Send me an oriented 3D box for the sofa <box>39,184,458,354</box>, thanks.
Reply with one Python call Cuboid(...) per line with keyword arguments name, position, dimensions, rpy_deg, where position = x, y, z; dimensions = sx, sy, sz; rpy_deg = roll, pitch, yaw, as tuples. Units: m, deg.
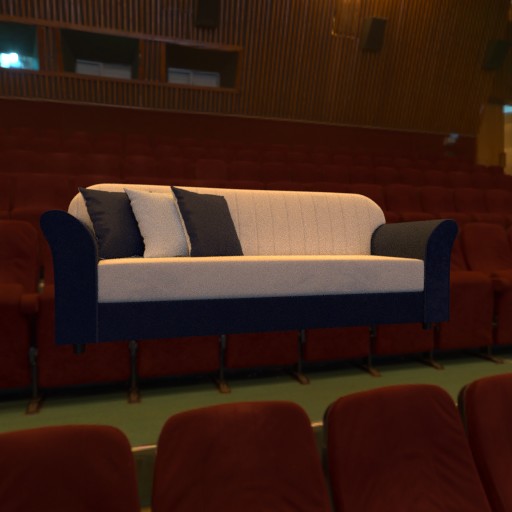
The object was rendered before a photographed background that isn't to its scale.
Cuboid(name="sofa", position=(0.000, 0.000, 2.383), dimensions=(2.006, 0.789, 0.749), rpy_deg=(0, 1, -18))
